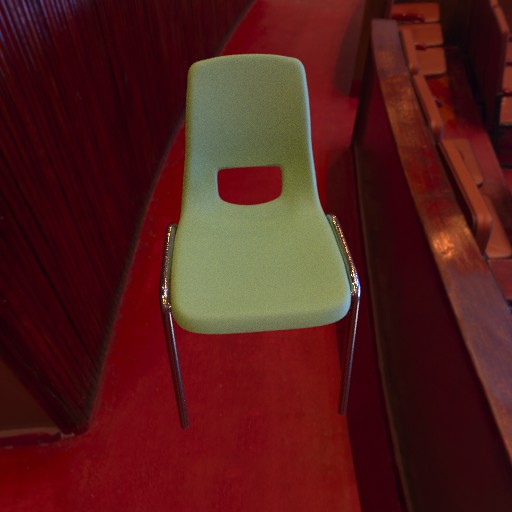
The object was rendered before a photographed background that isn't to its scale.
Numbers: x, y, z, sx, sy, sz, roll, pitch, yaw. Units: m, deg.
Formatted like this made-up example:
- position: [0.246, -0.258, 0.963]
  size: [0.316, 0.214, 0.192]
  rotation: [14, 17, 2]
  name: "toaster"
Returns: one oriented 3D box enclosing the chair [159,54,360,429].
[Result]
- position: [0.000, 0.000, 0.918]
  size: [0.381, 0.653, 0.436]
  rotation: [-4, 47, -3]
  name: "chair"
